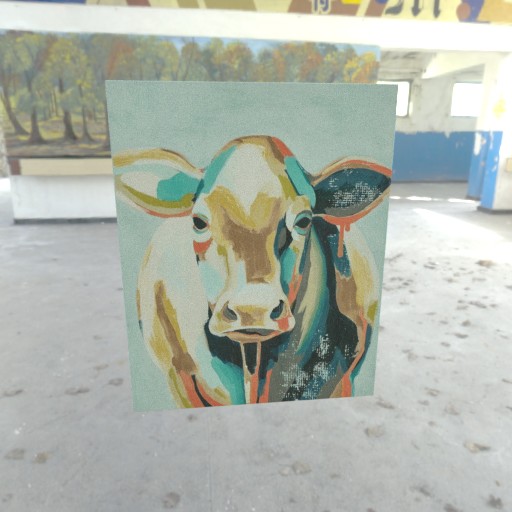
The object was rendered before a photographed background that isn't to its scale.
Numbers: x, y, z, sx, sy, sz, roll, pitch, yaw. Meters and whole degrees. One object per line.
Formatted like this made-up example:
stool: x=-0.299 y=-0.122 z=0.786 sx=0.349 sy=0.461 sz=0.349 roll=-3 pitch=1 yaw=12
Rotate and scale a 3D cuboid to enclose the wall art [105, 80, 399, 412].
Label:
wall art: x=0.000 y=0.000 z=0.699 sx=0.409 sy=0.509 sz=0.037 roll=-2 pitch=16 yaw=-6
